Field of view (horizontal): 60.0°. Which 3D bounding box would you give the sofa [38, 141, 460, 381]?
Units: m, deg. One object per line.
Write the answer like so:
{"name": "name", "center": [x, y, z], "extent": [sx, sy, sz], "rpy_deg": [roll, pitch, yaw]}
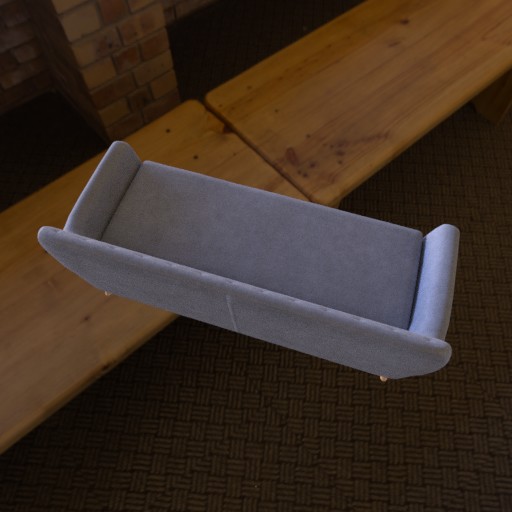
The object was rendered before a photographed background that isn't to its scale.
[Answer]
{"name": "sofa", "center": [0.000, 0.000, 2.380], "extent": [1.970, 0.830, 0.830], "rpy_deg": [16, 64, 8]}
